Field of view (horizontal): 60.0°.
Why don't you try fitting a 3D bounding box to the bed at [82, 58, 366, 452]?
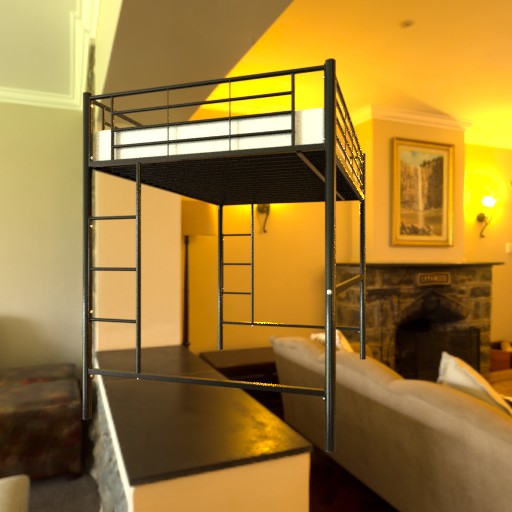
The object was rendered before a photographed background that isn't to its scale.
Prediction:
[{"bbox_3d":[0.000,0.000,3.178,1.397,1.803,1.994,0,0,18],"label":"bed"}]
